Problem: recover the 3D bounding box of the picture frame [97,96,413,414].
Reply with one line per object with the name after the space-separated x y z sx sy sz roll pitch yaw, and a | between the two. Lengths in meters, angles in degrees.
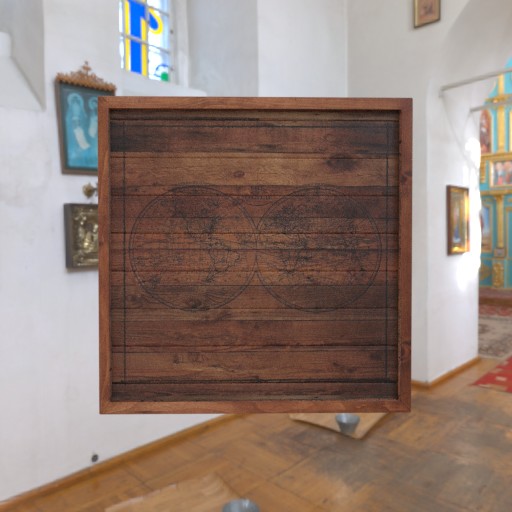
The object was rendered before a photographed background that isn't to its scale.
0.000 0.000 1.156 0.810 0.817 0.029 0 1 -1 | picture frame
